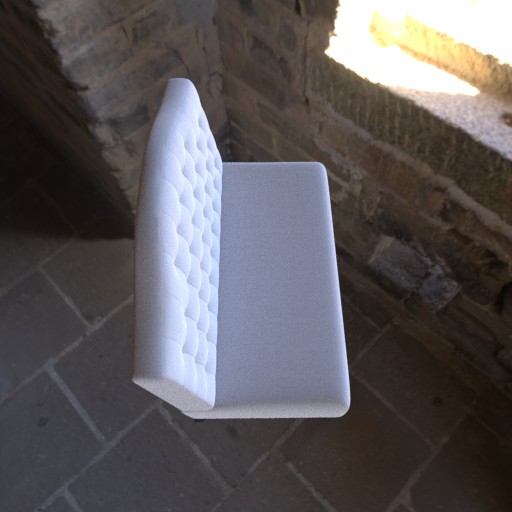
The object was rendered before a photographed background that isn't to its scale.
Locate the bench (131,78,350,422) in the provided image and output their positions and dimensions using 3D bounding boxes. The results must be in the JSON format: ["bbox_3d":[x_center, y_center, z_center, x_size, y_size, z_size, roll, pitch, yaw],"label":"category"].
[{"bbox_3d":[0.000,0.000,2.050,0.815,1.180,1.335,-1,62,0],"label":"bench"}]
